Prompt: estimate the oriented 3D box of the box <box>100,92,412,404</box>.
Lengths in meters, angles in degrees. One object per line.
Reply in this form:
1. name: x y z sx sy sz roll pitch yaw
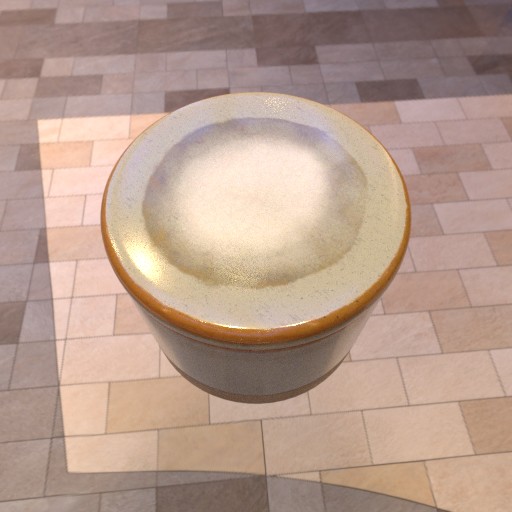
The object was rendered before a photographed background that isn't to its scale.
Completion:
1. box: 0.000 0.000 0.216 0.123 0.100 0.123 0 59 0
